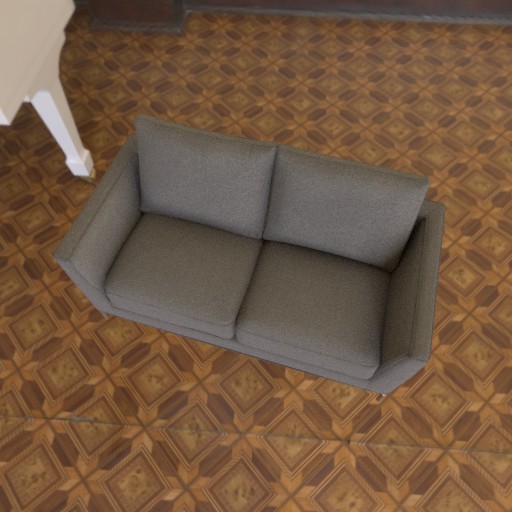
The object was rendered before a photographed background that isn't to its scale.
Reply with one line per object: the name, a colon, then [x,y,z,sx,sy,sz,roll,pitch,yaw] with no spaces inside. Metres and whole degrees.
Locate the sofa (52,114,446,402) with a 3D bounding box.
sofa: [0.000,0.000,2.153,1.594,0.924,0.803,15,59,9]
